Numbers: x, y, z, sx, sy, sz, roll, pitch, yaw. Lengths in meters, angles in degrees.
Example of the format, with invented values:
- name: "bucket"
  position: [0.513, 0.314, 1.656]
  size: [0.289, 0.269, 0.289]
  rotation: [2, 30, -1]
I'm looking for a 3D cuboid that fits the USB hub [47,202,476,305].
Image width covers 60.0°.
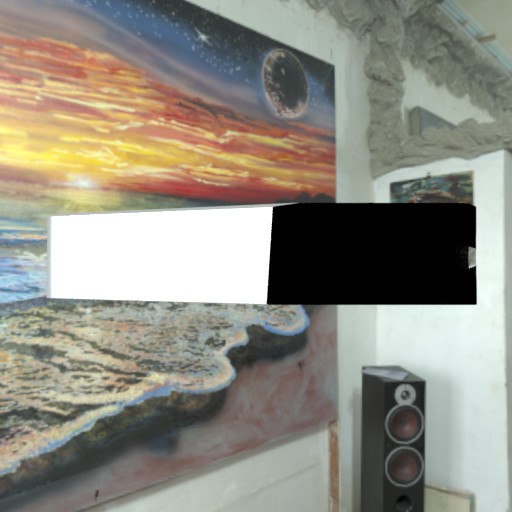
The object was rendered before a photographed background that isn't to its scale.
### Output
- name: "USB hub"
  position: [0.000, 0.000, 0.124]
  size: [0.110, 0.023, 0.044]
  rotation: [0, -1, 18]
